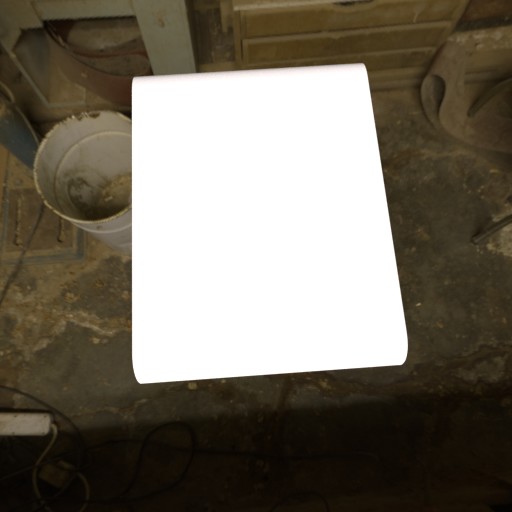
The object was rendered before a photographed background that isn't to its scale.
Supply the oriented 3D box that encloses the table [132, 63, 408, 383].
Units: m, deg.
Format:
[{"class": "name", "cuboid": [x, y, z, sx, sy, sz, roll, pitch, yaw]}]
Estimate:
[{"class": "table", "cuboid": [0.000, 0.000, 0.880, 0.350, 0.590, 0.450, -4, 76, -1]}]
